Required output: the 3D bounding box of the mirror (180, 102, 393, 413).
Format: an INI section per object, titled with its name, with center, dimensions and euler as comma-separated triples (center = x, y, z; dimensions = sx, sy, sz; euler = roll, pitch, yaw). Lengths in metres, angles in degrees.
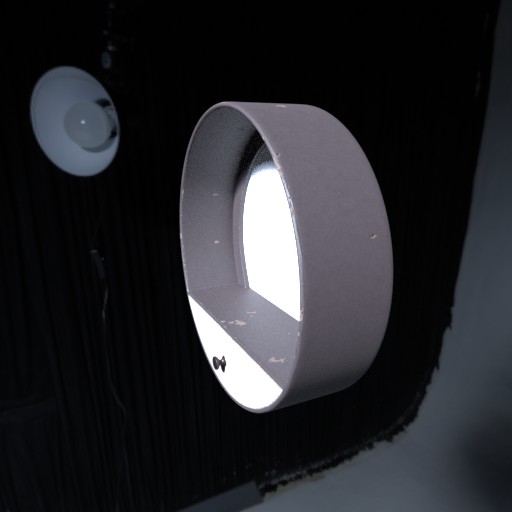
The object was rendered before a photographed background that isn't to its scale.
[mirror]
center = 0.000, 0.000, 0.591
dimensions = 0.126, 0.386, 0.386
euler = -7, 17, -25
